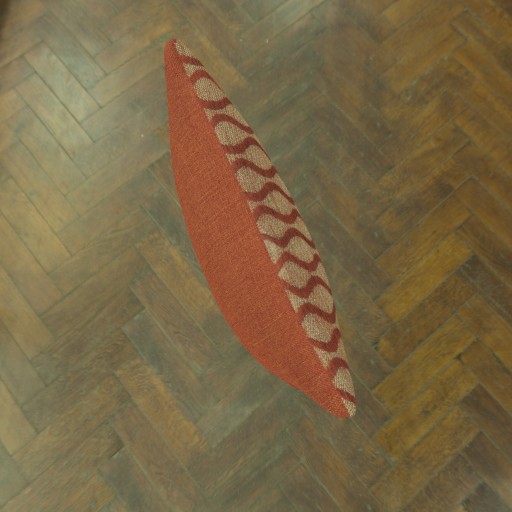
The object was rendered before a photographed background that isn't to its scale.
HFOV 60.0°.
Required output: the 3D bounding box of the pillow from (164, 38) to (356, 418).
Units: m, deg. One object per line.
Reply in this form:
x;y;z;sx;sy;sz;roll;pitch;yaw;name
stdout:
0.000;0.000;0.641;0.159;0.434;0.429;-25;77;-6;pillow
